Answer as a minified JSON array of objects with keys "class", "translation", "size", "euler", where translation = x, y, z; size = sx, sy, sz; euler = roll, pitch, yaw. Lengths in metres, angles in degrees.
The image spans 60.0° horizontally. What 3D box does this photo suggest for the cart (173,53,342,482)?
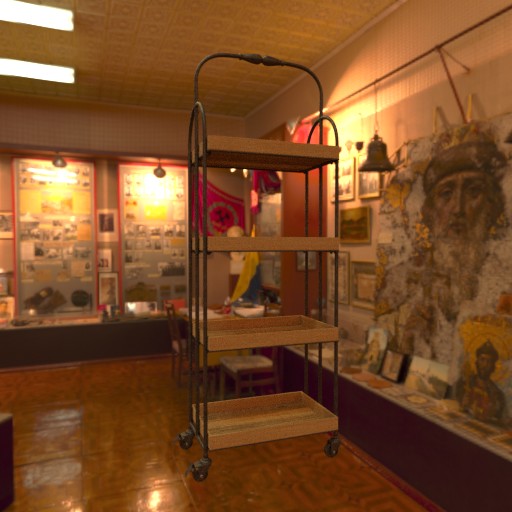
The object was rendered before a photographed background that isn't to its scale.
[{"class":"cart","translation":[0.000,0.000,1.648],"size":[0.581,1.481,0.308],"euler":[-1,2,-20]}]
